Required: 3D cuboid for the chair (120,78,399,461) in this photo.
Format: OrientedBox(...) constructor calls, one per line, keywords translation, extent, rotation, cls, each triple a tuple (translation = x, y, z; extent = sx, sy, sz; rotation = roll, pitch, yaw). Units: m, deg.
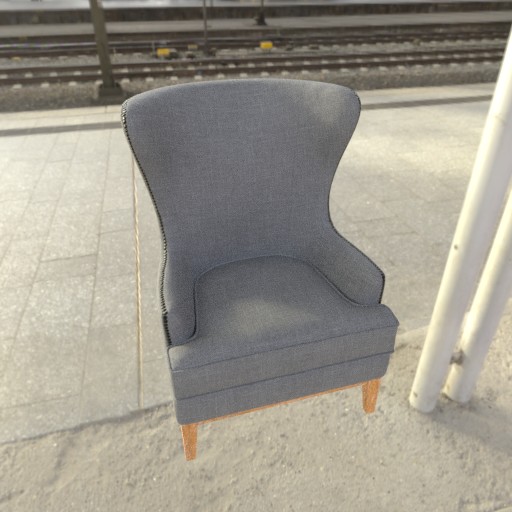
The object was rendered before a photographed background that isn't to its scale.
OrientedBox(translation=(0.000, 0.000, 1.759), extent=(0.864, 1.176, 0.883), rotation=(-9, 33, -14), cls="chair")
